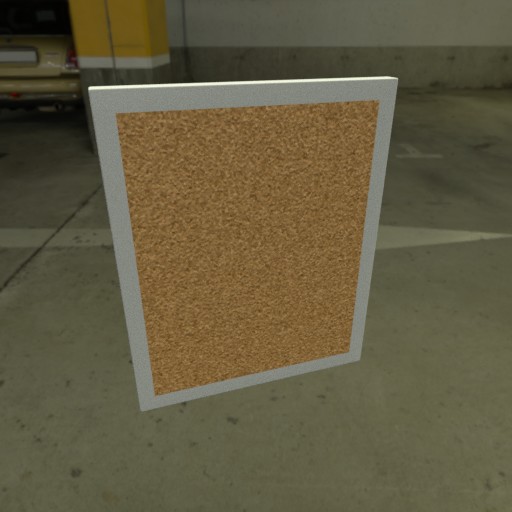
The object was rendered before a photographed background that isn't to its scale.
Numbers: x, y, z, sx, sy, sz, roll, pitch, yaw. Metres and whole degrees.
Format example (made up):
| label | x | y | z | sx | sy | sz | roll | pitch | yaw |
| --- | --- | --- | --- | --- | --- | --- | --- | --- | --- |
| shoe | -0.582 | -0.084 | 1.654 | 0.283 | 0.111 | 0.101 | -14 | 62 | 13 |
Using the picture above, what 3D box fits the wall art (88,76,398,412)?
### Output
| label | x | y | z | sx | sy | sz | roll | pitch | yaw |
| --- | --- | --- | --- | --- | --- | --- | --- | --- | --- |
| wall art | 0.000 | 0.000 | 0.758 | 0.454 | 0.556 | 0.028 | -9 | 28 | -16 |
